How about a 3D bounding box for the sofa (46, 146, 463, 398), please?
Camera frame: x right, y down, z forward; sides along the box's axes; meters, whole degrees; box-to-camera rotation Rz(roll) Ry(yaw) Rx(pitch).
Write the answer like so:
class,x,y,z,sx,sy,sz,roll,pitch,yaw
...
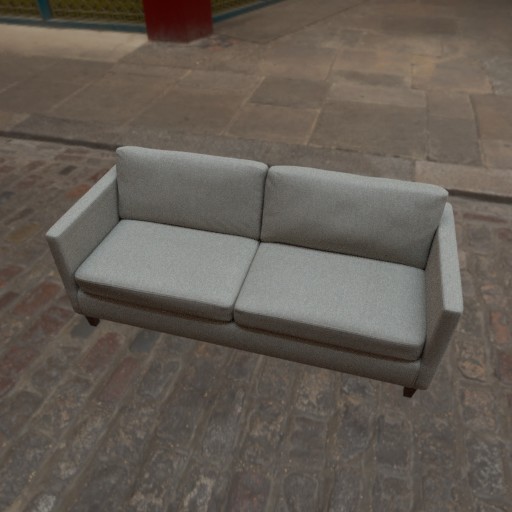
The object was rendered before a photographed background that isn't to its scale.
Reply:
class,x,y,z,sx,sy,sz,roll,pitch,yaw
sofa,0.000,0.000,2.713,2.208,0.963,0.956,10,42,11
